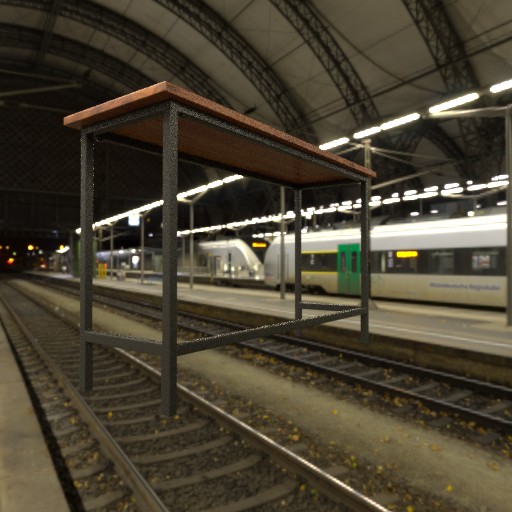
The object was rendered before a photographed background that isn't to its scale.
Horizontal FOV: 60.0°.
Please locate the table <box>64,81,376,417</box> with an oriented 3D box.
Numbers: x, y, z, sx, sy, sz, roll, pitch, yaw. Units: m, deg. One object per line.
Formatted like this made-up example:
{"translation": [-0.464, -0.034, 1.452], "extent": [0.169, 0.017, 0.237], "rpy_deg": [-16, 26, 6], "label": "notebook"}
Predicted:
{"translation": [0.000, 0.000, 1.559], "extent": [0.408, 0.740, 1.204], "rpy_deg": [-1, -1, 37], "label": "table"}
